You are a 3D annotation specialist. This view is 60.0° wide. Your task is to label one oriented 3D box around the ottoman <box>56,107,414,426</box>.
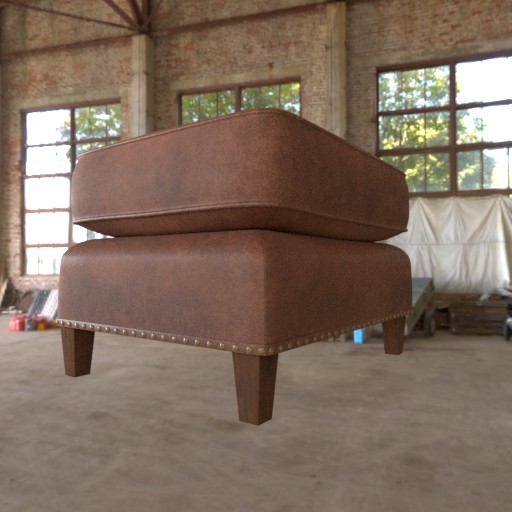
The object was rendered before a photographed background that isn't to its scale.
[{"bbox_3d":[0.000,0.000,1.112,0.589,0.537,0.738,-1,-1,36],"label":"ottoman"}]
